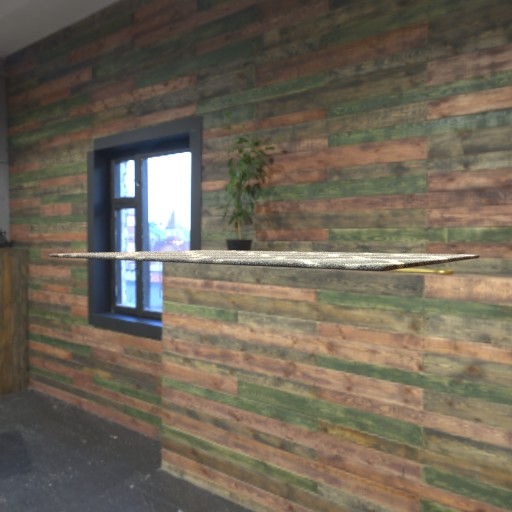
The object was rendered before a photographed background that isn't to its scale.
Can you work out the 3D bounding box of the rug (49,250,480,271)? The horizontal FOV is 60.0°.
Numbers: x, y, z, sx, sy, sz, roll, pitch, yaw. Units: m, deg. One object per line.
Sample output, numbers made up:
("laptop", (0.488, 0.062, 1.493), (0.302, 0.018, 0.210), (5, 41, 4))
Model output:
("rug", (0.000, 0.000, 3.317), (2.701, 0.026, 1.801), (1, 2, 38))
